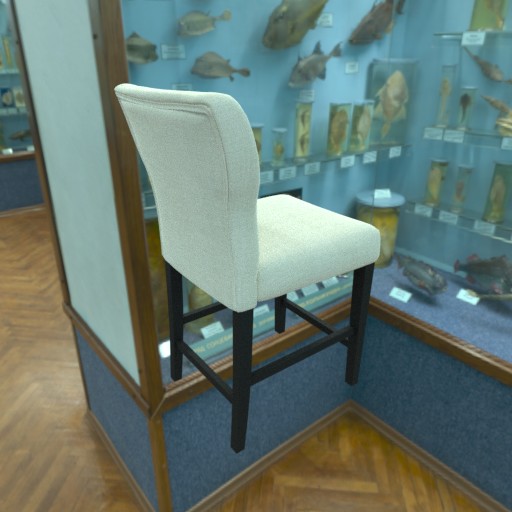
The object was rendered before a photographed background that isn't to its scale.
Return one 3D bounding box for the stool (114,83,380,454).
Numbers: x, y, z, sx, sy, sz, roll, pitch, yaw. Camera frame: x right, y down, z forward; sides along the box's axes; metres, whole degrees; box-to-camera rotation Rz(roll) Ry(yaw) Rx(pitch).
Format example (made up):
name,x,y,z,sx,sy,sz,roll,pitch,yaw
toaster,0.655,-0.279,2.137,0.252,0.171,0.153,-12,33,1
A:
name,x,y,z,sx,sy,sz,roll,pitch,yaw
stool,0.000,0.000,1.329,0.603,0.972,0.514,-17,30,-33
